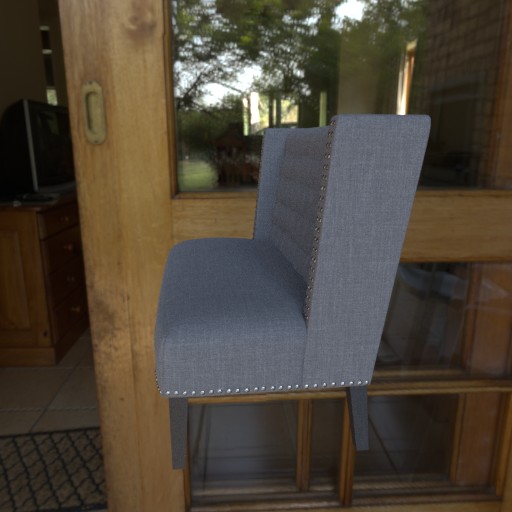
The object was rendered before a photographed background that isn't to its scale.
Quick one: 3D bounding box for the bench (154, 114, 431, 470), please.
[{"bbox_3d":[0.000,0.000,1.954,0.842,1.121,1.276,-2,14,-8],"label":"bench"}]
